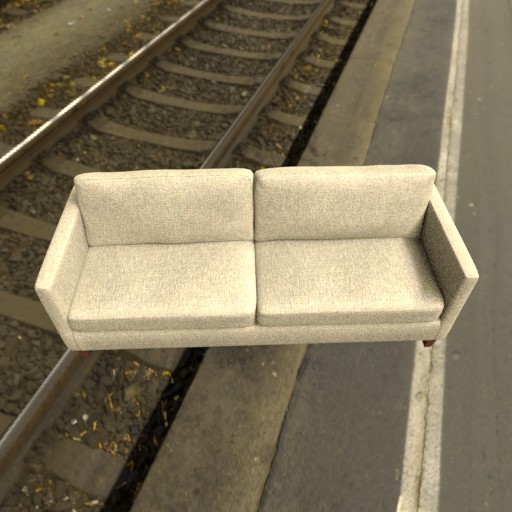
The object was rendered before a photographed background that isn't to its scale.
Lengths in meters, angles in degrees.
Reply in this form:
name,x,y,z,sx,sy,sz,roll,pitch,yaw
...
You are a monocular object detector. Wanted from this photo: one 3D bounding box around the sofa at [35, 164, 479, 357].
name,x,y,z,sx,sy,sz,roll,pitch,yaw
sofa,0.000,0.000,2.876,2.434,0.951,0.948,-1,47,-1
